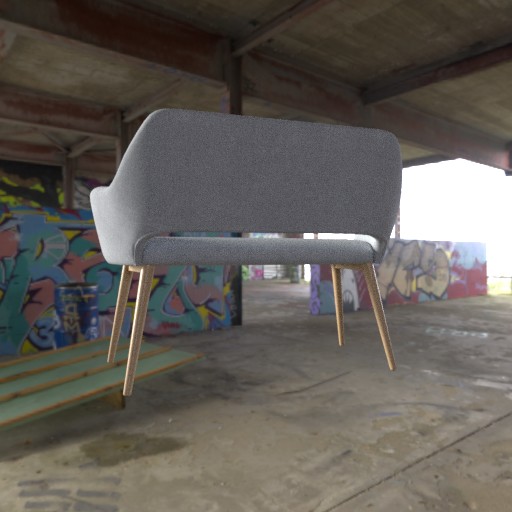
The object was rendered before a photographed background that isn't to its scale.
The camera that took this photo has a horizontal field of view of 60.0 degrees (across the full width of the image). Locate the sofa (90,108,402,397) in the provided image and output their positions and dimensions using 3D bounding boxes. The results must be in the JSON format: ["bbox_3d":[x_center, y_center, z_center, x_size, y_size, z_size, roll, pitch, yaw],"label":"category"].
[{"bbox_3d":[0.000,0.000,1.634,1.150,0.840,0.610,0,0,-18],"label":"sofa"}]
